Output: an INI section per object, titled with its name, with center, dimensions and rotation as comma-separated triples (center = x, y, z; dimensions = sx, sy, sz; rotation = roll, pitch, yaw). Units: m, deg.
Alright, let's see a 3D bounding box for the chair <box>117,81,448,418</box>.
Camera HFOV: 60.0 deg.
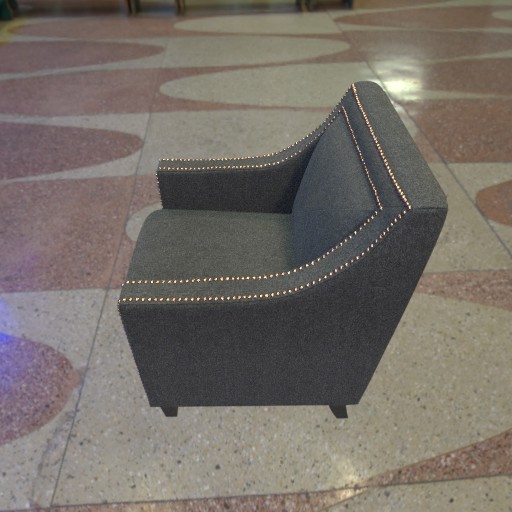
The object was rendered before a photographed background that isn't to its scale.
[chair]
center = 0.000, 0.000, 1.581
dimensions = 0.884, 0.967, 0.776
rotation = 0, 42, -1
